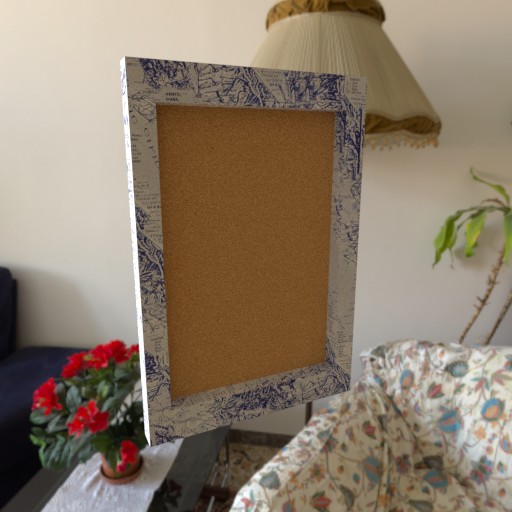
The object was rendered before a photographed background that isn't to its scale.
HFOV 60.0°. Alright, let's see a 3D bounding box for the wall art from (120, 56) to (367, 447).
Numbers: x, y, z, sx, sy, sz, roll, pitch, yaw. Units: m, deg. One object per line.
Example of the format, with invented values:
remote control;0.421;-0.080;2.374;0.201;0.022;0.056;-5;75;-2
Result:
wall art;0.000;0.000;0.765;0.408;0.601;0.040;-7;15;-25
